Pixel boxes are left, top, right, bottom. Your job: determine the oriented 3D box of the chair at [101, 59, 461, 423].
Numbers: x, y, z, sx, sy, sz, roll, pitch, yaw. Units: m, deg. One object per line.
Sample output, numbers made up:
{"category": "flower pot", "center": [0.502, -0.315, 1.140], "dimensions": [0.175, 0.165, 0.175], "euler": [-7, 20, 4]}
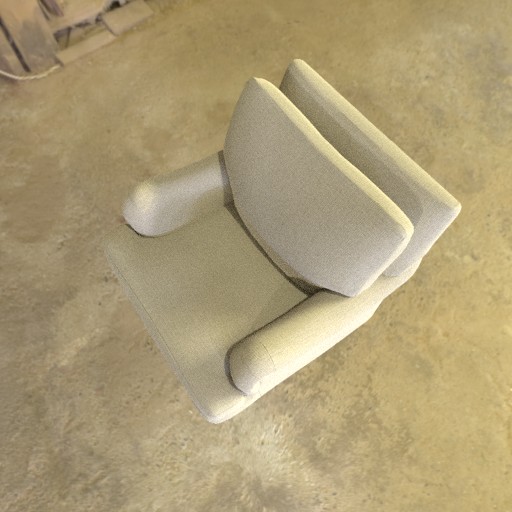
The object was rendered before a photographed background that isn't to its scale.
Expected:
{"category": "chair", "center": [0.000, 0.000, 1.880], "dimensions": [1.070, 1.038, 0.955], "euler": [-32, 67, -15]}
